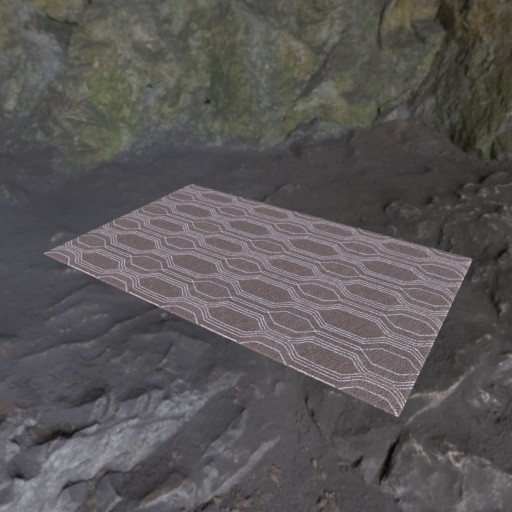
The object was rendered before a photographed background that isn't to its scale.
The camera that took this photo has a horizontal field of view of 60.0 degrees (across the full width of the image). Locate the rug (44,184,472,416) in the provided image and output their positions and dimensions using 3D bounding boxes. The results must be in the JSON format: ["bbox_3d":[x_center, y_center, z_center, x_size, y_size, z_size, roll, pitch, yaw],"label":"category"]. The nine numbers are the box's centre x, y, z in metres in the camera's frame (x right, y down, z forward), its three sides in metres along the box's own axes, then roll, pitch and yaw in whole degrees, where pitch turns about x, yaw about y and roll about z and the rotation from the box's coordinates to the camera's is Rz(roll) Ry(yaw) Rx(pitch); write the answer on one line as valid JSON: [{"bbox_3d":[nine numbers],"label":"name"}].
[{"bbox_3d":[0.000,0.000,2.994,2.457,0.012,1.541,19,35,28],"label":"rug"}]
